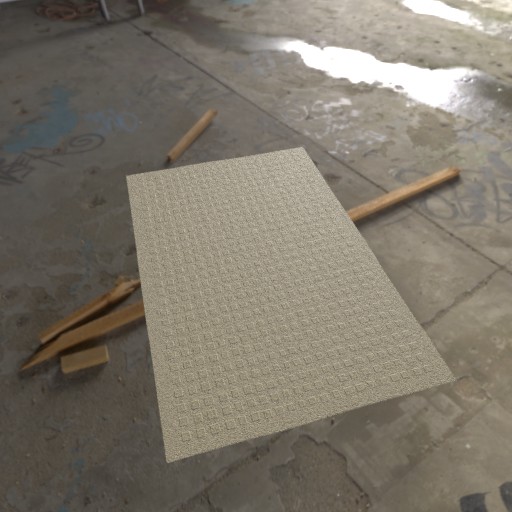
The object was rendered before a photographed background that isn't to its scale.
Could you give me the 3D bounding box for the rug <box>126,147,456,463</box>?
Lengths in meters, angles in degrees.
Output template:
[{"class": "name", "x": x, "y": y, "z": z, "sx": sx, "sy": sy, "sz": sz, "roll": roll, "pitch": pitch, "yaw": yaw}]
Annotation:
[{"class": "rug", "x": 0.000, "y": 0.000, "z": 2.216, "sx": 1.143, "sy": 0.006, "sz": 1.747, "roll": -12, "pitch": 47, "yaw": -11}]
